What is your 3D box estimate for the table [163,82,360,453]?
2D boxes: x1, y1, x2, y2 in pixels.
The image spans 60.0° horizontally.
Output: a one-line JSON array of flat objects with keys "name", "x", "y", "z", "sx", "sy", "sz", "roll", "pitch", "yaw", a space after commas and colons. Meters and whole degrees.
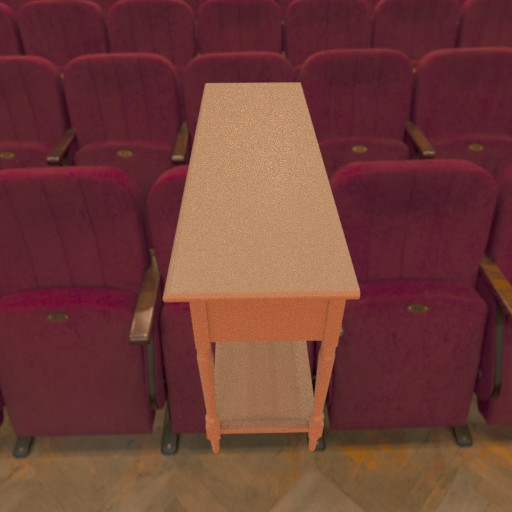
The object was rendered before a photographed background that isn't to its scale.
[{"name": "table", "x": 0.000, "y": 0.000, "z": 1.568, "sx": 0.384, "sy": 0.808, "sz": 1.197, "roll": -1, "pitch": 40, "yaw": -1}]
